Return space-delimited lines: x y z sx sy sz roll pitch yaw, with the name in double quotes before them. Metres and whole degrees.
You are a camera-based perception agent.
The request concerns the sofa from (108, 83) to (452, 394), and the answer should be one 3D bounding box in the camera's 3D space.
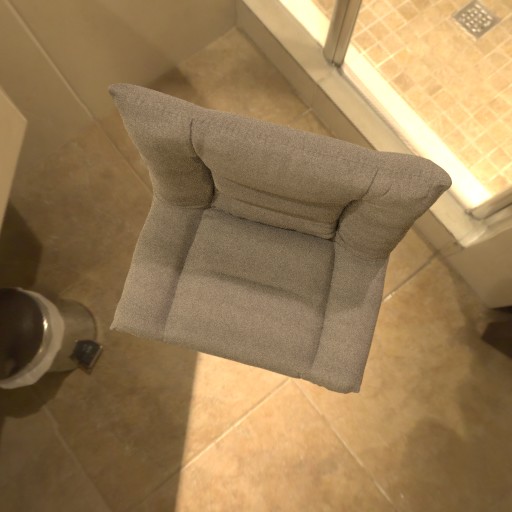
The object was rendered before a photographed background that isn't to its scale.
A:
"sofa" 0.000 0.000 1.695 1.144 0.795 0.847 14 79 3
